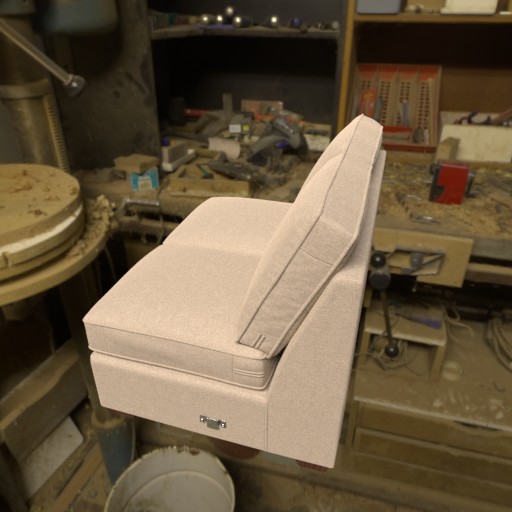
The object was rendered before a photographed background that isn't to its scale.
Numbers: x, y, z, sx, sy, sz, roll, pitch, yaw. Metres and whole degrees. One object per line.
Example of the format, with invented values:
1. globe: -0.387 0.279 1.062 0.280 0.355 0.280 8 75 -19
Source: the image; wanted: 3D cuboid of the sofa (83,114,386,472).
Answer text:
1. sofa: 0.000 0.000 1.927 0.951 1.008 1.237 9 31 15
